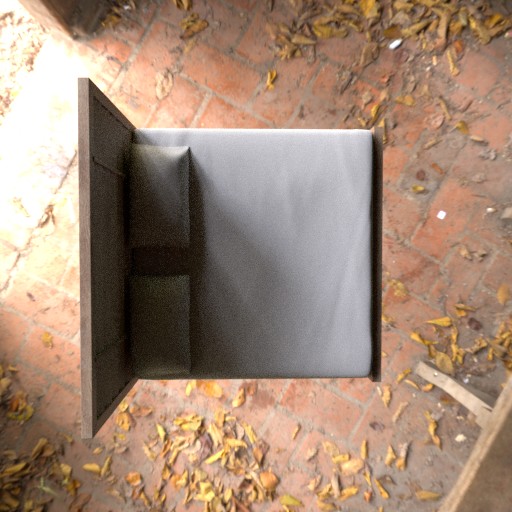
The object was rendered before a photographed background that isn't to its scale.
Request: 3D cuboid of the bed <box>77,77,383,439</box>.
[{"bbox_3d":[0.000,0.000,3.321,2.032,1.626,2.032,0,92,-1],"label":"bed"}]
